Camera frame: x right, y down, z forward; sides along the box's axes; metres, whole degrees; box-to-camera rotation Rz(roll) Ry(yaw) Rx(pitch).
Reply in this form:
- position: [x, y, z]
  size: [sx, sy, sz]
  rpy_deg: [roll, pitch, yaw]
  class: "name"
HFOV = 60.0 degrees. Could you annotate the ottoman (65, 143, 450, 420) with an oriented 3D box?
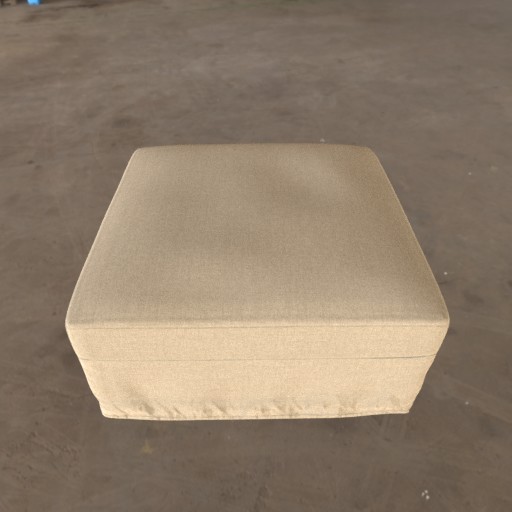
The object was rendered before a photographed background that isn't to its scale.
- position: [0.000, 0.000, 1.341]
  size: [0.843, 0.436, 0.840]
  rpy_deg: [-1, 40, -1]
  class: "ottoman"
